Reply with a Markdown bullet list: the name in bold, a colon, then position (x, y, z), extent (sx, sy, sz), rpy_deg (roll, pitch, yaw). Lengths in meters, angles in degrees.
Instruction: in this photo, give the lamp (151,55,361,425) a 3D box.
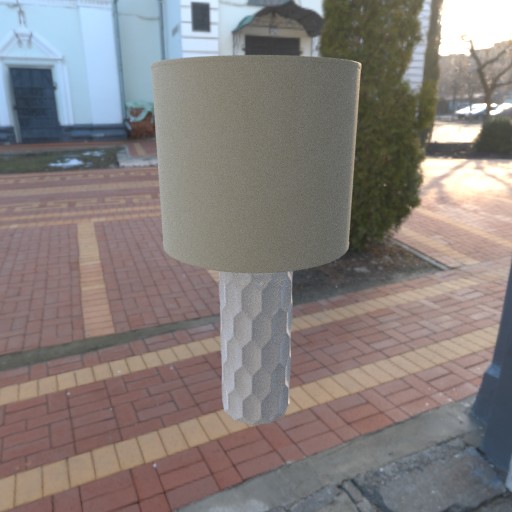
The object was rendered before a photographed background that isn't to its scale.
- **lamp**: position (0.000, 0.000, 0.680), extent (0.277, 0.537, 0.277), rpy_deg (-3, 19, -9)
